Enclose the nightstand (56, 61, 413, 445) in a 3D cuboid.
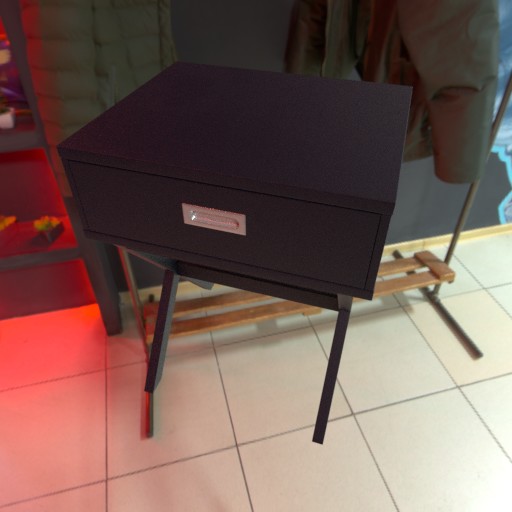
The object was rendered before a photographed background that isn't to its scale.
[{"bbox_3d":[0.000,0.000,0.932,0.479,0.623,0.402,12,42,13],"label":"nightstand"}]
